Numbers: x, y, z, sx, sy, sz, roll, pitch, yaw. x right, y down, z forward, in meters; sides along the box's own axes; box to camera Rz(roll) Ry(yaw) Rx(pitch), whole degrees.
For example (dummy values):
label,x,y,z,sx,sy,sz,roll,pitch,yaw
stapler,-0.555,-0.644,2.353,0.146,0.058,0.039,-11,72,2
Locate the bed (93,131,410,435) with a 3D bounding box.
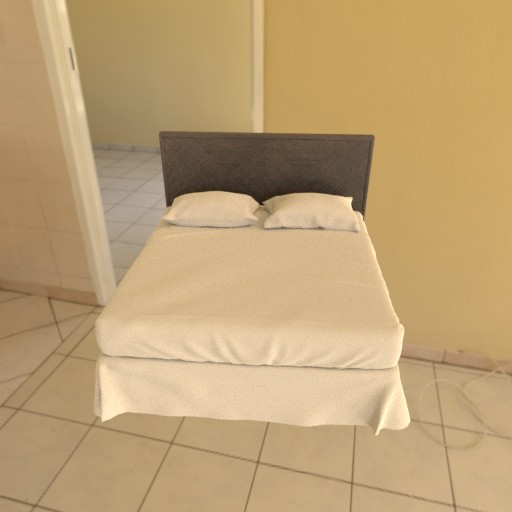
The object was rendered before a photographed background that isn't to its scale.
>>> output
label,x,y,z,sx,sy,sz,roll,pitch,yaw
bed,0.000,0.000,2.842,1.772,1.142,1.785,2,29,4
